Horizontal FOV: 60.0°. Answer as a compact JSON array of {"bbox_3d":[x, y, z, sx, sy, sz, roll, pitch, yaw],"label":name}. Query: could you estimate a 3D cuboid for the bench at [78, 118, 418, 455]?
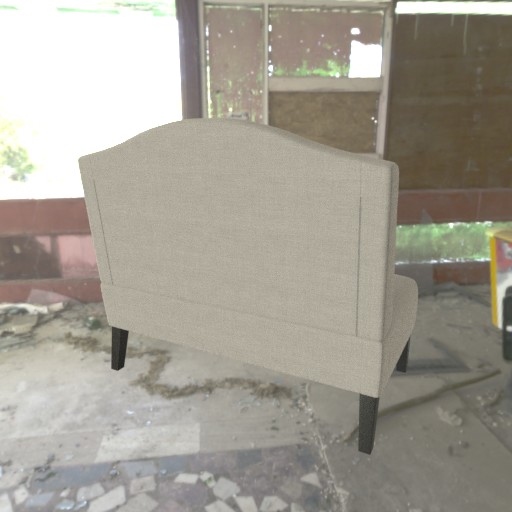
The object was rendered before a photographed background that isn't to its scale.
[{"bbox_3d":[0.000,0.000,2.027,1.335,1.180,0.815,8,17,28],"label":"bench"}]
